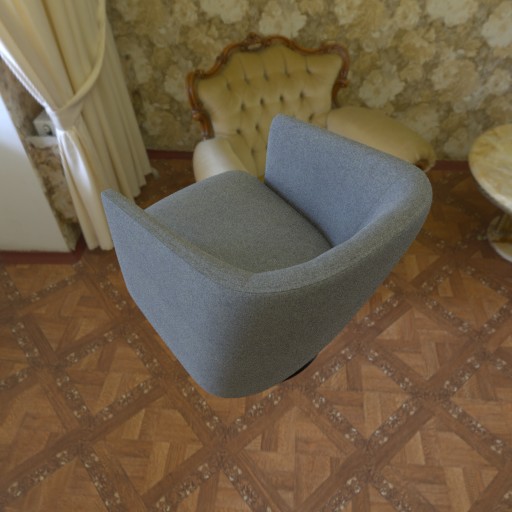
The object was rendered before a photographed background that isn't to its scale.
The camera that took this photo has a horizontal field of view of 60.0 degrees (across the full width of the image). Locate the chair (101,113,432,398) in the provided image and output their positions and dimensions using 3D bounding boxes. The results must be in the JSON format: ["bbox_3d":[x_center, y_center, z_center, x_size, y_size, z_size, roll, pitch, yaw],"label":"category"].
[{"bbox_3d":[0.000,0.000,1.634,0.822,0.861,0.986,-32,53,-27],"label":"chair"}]
